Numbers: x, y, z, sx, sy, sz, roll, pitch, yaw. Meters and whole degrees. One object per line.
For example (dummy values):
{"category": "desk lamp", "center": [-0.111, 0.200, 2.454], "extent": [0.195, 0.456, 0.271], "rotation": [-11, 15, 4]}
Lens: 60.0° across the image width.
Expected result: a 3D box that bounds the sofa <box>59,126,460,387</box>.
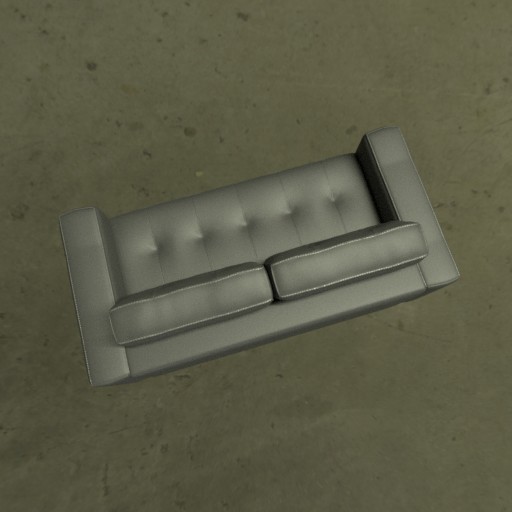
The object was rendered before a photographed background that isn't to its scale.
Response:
{"category": "sofa", "center": [0.000, 0.000, 2.203], "extent": [1.726, 0.892, 0.833], "rotation": [-16, 76, -4]}
